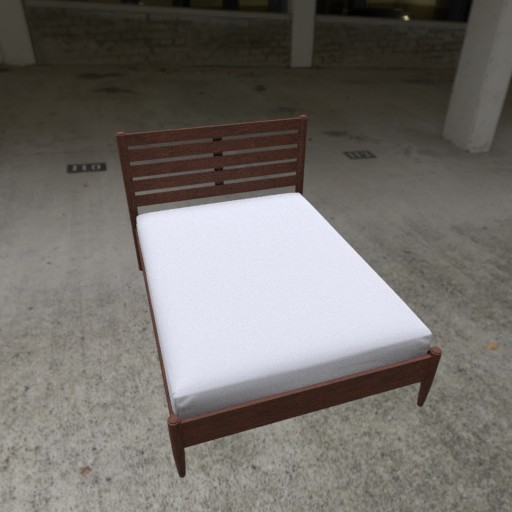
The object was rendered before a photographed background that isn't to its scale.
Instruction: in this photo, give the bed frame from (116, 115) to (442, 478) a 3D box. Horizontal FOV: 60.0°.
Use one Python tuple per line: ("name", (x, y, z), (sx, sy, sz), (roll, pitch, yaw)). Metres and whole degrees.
("bed frame", (0.000, 0.000, 3.235), (1.655, 1.321, 2.234), (-10, 34, -15))
